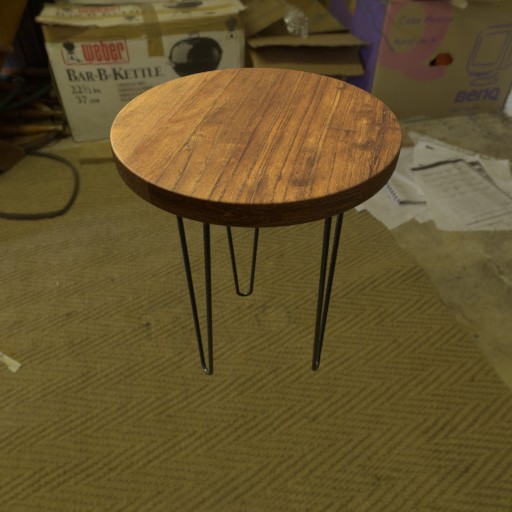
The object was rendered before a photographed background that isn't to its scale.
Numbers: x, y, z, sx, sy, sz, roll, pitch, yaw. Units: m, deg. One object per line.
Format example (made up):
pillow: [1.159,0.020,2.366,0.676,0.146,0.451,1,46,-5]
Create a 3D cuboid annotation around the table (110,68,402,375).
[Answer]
table: [0.000,0.000,0.796,0.400,0.520,0.400,0,43,0]
